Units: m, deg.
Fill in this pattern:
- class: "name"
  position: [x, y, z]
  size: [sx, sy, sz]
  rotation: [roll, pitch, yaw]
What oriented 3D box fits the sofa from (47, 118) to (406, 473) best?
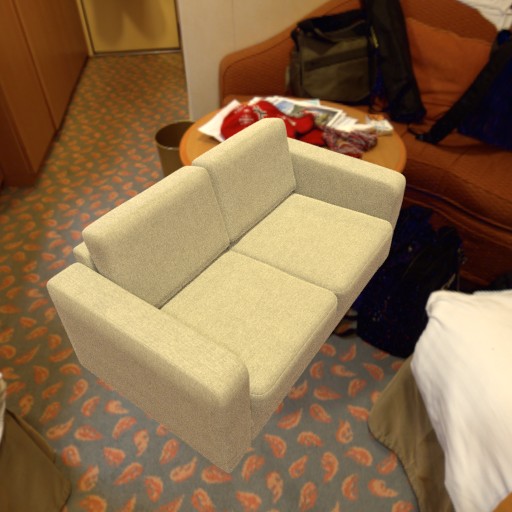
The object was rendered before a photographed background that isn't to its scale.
- class: "sofa"
  position: [0.000, 0.000, 2.059]
  size: [0.900, 0.800, 1.540]
  rotation: [25, 47, 26]
